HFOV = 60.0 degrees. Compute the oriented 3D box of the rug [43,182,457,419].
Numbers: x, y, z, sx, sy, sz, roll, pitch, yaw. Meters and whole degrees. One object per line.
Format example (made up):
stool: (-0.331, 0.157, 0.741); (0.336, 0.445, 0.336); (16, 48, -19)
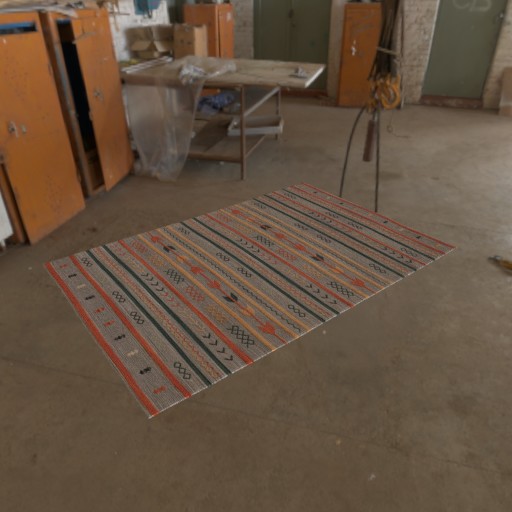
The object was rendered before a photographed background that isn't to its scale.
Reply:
rug: (0.000, 0.000, 2.340); (1.835, 0.017, 1.220); (-22, 37, -32)
